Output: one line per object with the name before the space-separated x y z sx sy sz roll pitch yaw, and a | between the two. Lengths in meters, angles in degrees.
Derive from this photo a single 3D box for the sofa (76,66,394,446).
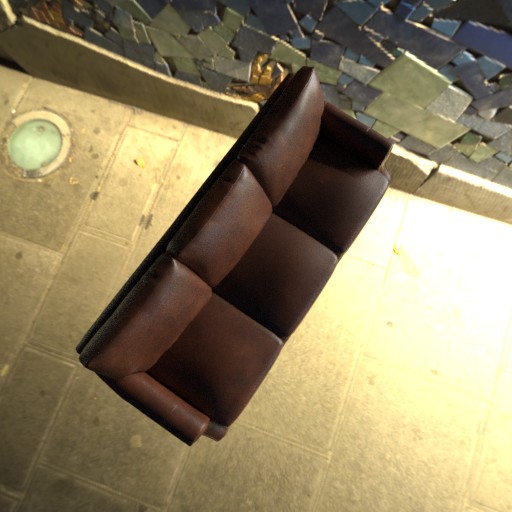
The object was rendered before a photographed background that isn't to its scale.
sofa | 0.000 0.000 2.912 0.973 0.977 2.351 34 78 8
